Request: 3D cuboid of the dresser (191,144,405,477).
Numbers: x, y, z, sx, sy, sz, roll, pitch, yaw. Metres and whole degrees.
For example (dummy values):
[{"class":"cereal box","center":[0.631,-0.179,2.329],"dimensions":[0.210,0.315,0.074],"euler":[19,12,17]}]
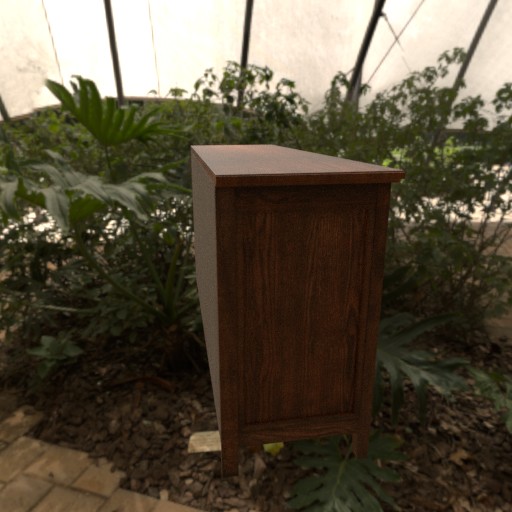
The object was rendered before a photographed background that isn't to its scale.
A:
[{"class":"dresser","center":[0.000,0.000,1.886],"dimensions":[0.463,0.856,1.551],"euler":[-3,17,-10]}]
